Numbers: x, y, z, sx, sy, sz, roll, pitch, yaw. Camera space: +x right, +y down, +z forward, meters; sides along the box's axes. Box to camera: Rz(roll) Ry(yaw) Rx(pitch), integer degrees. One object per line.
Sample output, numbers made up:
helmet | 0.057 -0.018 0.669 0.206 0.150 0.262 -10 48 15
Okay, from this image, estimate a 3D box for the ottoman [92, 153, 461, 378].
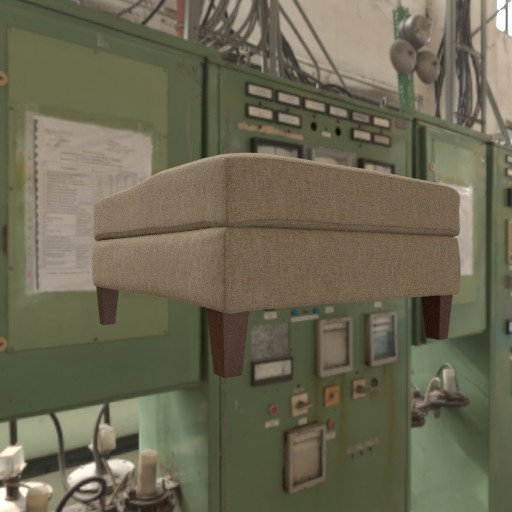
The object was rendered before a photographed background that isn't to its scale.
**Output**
ottoman | 0.000 0.000 1.468 0.836 0.492 0.976 0 0 -35
